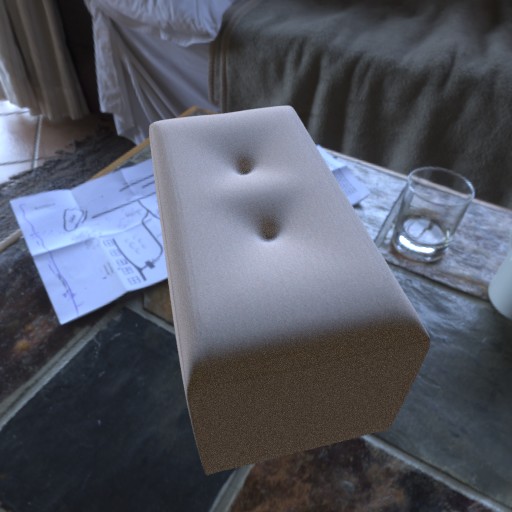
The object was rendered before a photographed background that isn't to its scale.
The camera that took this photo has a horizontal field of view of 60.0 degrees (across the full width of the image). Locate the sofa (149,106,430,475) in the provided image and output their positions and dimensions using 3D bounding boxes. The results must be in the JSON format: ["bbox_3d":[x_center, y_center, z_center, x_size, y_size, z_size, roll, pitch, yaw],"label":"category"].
[{"bbox_3d":[0.000,0.000,1.217,0.480,0.470,0.930,-10,47,-9],"label":"sofa"}]
